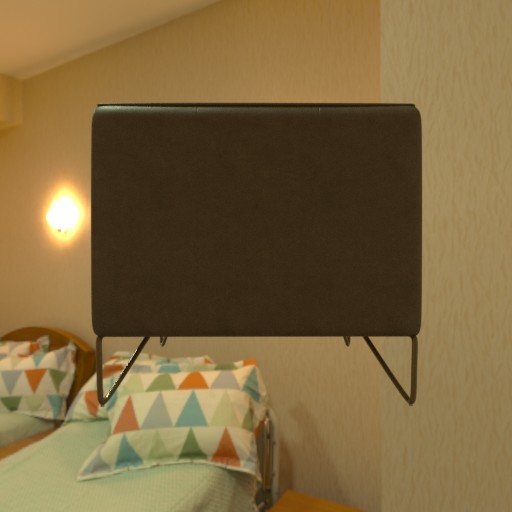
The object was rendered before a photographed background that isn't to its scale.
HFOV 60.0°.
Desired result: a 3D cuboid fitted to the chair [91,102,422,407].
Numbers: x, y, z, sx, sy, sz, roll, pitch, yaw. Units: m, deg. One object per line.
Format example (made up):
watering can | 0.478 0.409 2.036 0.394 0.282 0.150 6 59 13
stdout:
chair | 0.000 0.000 1.572 0.880 0.790 0.894 0 -1 0
